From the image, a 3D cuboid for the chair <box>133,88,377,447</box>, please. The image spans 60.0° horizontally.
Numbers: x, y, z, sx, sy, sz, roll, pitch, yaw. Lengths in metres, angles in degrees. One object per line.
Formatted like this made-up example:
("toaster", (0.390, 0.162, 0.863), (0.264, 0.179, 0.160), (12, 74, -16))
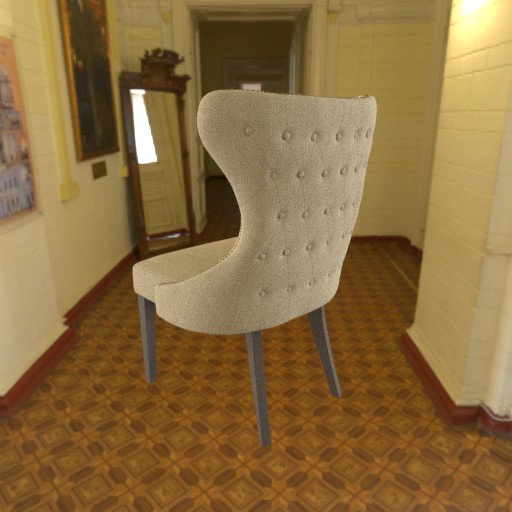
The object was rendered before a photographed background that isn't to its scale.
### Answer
("chair", (0.000, 0.000, 1.411), (0.628, 0.967, 0.635), (-16, 23, -41))
